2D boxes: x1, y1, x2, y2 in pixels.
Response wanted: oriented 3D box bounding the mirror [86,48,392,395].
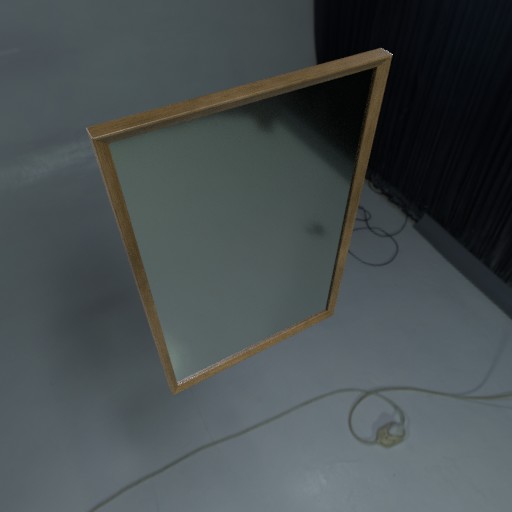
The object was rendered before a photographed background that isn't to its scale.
[{"bbox_3d":[0.000,0.000,1.141,0.609,0.915,0.041,-23,52,-19],"label":"mirror"}]
